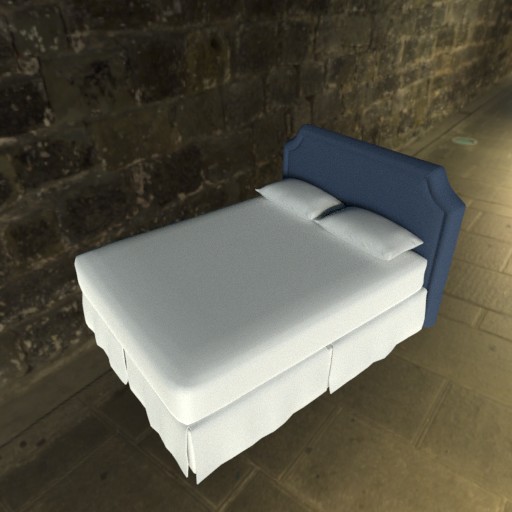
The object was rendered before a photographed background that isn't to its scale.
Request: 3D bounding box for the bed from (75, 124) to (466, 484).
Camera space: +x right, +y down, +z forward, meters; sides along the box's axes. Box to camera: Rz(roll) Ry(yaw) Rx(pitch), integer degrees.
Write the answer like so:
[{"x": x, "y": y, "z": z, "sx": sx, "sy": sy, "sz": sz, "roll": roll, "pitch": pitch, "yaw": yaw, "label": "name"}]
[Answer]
[{"x": 0.000, "y": 0.000, "z": 3.272, "sx": 2.260, "sy": 1.297, "sz": 1.831, "roll": -22, "pitch": 38, "yaw": -31, "label": "bed"}]
